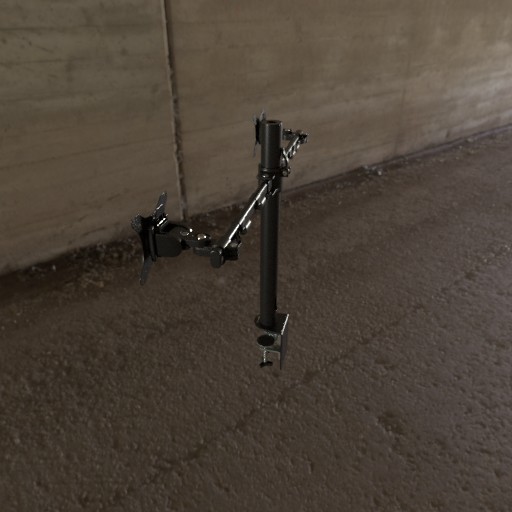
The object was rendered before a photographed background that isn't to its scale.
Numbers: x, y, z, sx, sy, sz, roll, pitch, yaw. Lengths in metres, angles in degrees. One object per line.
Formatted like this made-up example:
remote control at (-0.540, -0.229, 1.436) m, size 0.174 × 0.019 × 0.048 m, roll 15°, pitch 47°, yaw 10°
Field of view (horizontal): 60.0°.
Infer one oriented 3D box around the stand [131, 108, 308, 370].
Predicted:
stand at (0.000, 0.000, 1.009) m, size 0.150 × 0.603 × 0.743 m, roll 7°, pitch 31°, yaw 13°
